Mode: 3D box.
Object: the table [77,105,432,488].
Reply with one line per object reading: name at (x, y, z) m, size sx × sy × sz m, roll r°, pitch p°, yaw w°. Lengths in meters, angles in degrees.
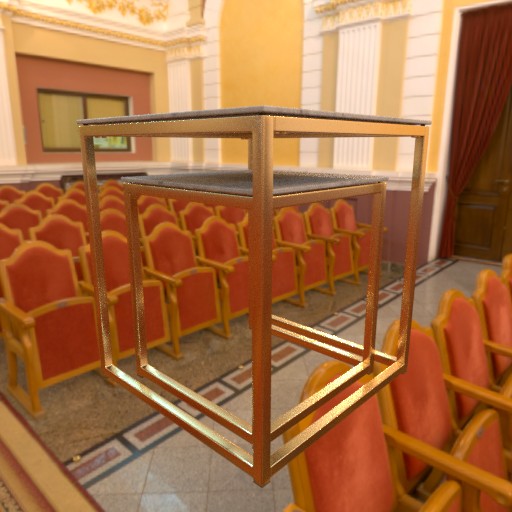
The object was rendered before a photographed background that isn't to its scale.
table at (0.000, 0.000, 0.853) m, size 0.450 × 0.500 × 0.450 m, roll 13°, pitch 19°, yaw 42°
